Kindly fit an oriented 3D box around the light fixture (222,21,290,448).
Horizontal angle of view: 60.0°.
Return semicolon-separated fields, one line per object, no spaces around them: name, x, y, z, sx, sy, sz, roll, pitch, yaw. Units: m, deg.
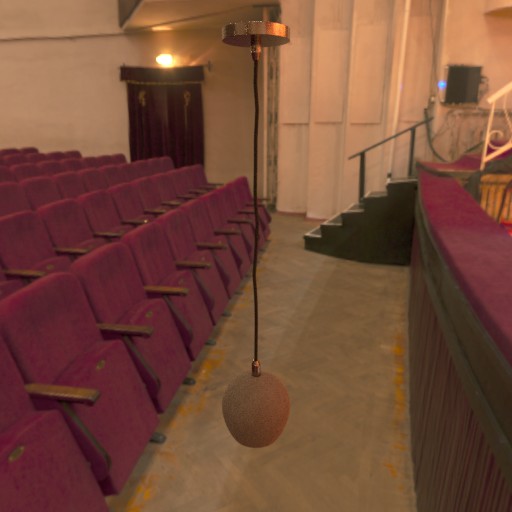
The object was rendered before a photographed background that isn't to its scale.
light fixture;0.000;0.000;0.822;0.139;0.764;0.139;3;16;9
